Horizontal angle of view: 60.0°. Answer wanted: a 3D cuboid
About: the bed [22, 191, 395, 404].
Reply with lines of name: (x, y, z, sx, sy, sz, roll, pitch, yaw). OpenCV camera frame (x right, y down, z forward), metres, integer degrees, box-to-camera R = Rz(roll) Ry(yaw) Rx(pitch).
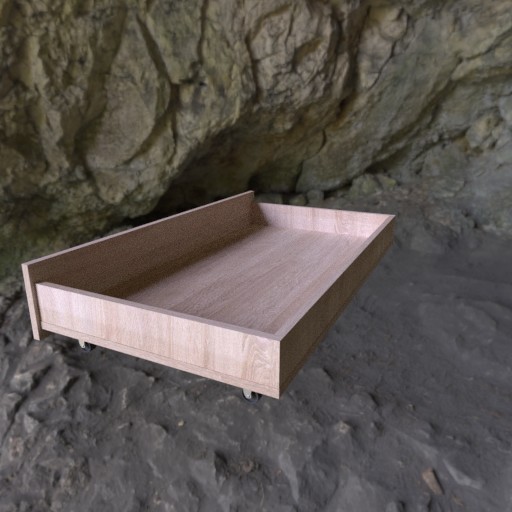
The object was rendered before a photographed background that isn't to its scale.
bed: (0.000, 0.000, 1.465, 0.685, 0.209, 1.200, 9, 20, 25)
